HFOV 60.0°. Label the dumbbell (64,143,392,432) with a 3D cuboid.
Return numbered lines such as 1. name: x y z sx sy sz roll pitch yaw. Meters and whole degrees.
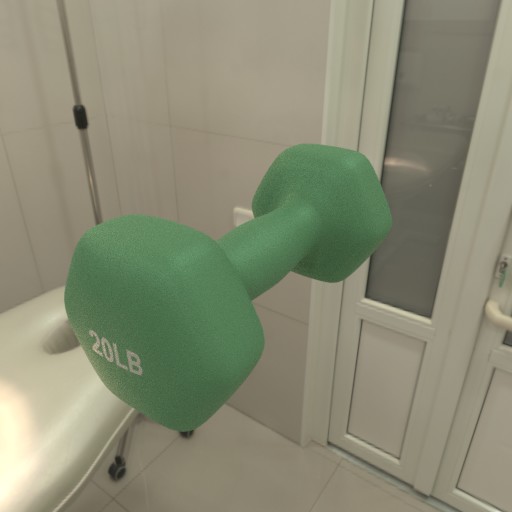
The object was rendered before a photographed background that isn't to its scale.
1. dumbbell: 0.000 0.000 0.324 0.129 0.117 0.260 18 33 31
